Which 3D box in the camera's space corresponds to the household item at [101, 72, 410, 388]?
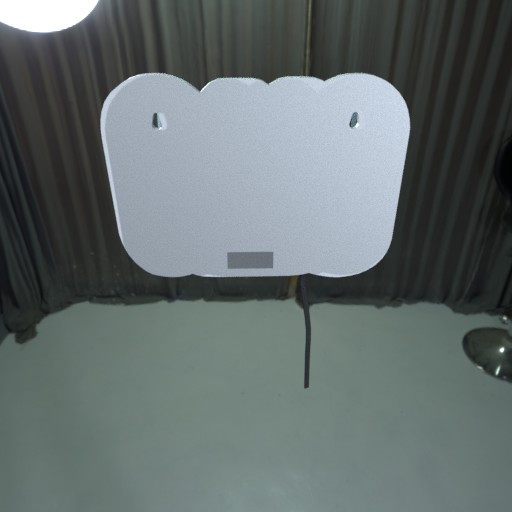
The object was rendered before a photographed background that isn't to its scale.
[{"bbox_3d":[0.000,0.000,0.376,0.211,0.294,0.042,-1,30,-1],"label":"household item"}]
